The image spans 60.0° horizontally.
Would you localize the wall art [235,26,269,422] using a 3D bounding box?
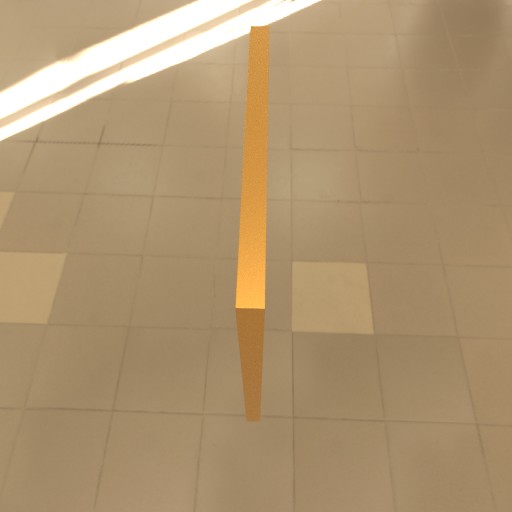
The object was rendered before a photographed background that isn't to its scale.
[{"bbox_3d":[0.000,0.000,1.051,0.038,0.762,0.610,1,59,1],"label":"wall art"}]
